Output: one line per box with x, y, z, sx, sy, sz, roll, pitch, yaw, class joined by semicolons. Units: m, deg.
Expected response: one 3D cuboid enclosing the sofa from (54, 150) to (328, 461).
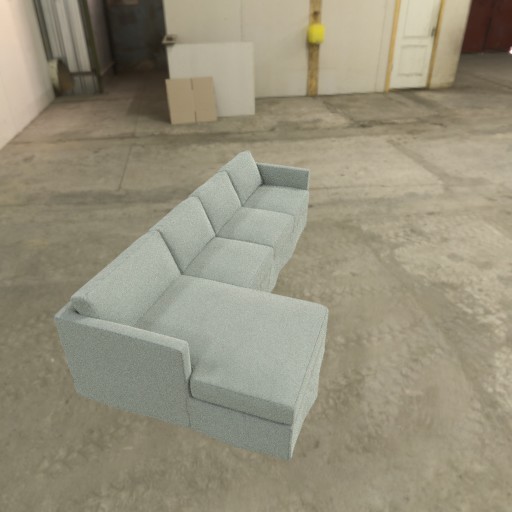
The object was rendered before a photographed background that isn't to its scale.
0.000;0.000;3.994;1.650;0.922;3.205;10;33;17;sofa
